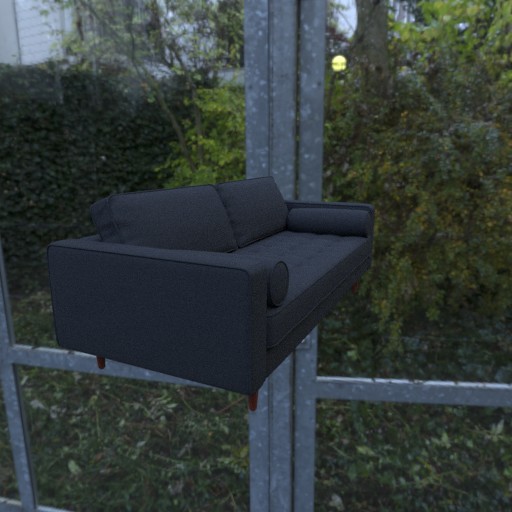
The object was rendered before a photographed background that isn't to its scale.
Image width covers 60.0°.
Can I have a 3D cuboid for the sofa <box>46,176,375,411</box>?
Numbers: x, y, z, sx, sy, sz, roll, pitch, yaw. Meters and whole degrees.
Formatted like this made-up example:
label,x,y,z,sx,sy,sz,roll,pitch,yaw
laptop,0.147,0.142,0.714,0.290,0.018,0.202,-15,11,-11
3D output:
label,x,y,z,sx,sy,sz,roll,pitch,yaw
sofa,0.000,0.000,2.368,0.914,0.759,1.875,6,15,25
